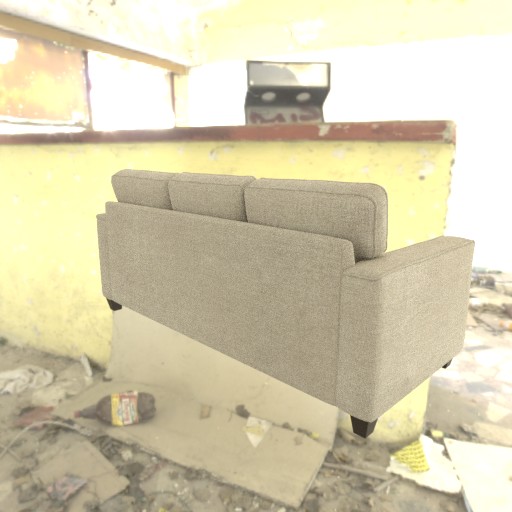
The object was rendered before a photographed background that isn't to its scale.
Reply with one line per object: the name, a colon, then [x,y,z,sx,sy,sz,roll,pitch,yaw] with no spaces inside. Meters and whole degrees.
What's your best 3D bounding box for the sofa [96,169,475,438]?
sofa: [0.000,0.000,2.583,2.133,0.965,0.939,13,19,43]
